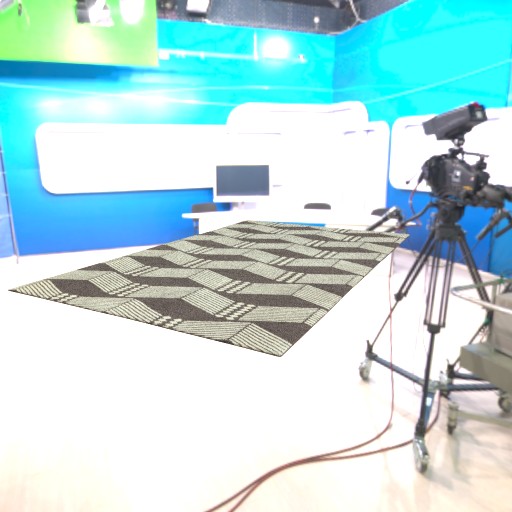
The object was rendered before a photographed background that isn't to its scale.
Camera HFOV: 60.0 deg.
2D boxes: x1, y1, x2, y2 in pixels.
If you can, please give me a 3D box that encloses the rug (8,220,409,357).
[{"bbox_3d":[0.000,0.000,2.908,1.517,0.011,2.435,7,16,28],"label":"rug"}]
